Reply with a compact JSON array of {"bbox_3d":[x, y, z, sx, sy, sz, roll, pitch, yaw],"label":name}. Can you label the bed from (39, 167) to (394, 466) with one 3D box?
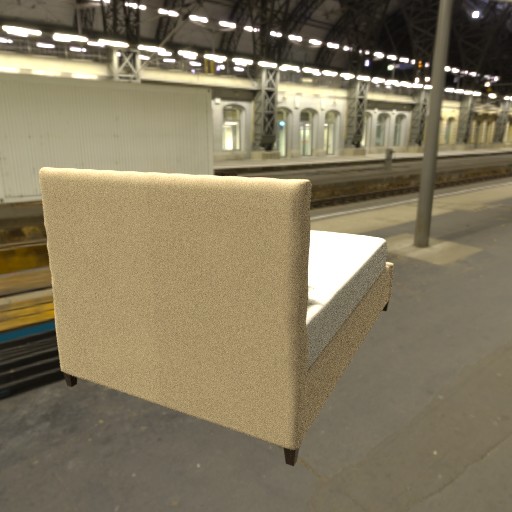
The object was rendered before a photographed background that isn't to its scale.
[{"bbox_3d":[0.000,0.000,3.404,1.698,1.427,2.387,8,17,26],"label":"bed"}]
